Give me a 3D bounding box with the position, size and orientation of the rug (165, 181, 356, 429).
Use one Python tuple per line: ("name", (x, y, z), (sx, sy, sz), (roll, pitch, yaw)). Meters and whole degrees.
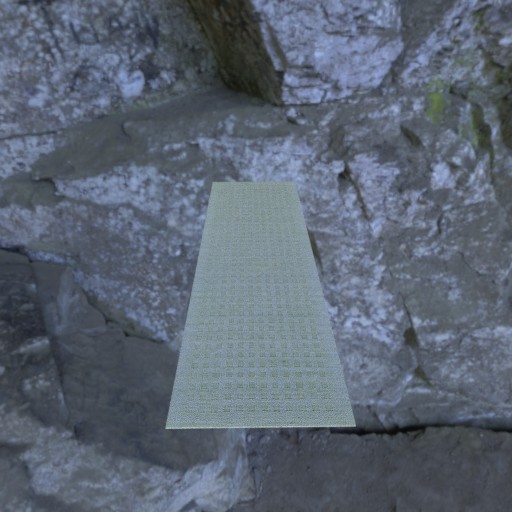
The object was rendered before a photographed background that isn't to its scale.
("rug", (0.000, 0.000, 2.648), (0.686, 0.006, 2.437), (0, 30, -1))
